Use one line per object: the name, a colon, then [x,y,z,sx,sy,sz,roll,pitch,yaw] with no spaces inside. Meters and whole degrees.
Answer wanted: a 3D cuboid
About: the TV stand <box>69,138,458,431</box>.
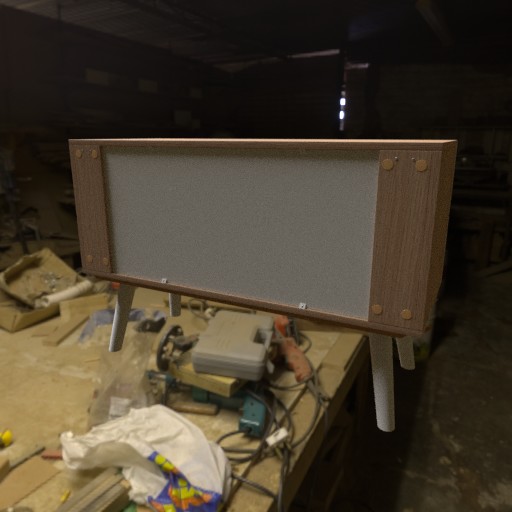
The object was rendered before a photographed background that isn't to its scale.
TV stand: [0.000,0.000,1.303,0.991,0.660,0.407,8,17,26]
